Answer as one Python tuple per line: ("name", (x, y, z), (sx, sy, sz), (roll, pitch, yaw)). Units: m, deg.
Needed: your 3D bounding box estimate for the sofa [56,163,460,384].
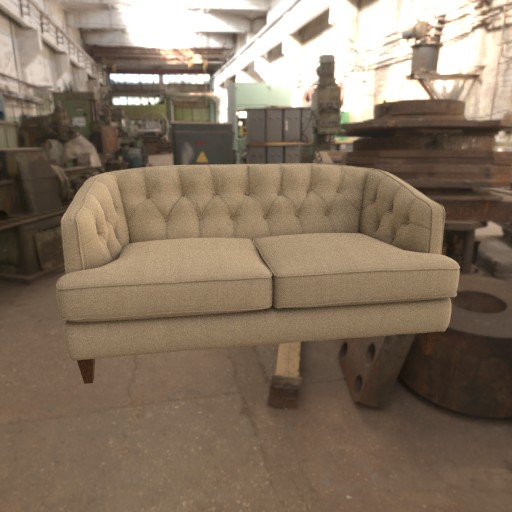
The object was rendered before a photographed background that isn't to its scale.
("sofa", (0.000, 0.000, 2.259), (1.733, 0.855, 0.941), (-3, 16, -9))
